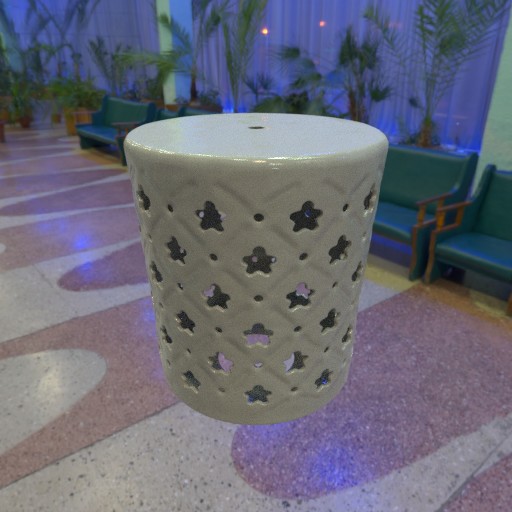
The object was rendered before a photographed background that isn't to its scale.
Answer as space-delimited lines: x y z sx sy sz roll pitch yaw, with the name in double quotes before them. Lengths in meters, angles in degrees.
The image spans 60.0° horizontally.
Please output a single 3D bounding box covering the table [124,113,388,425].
"table" 0.000 0.000 0.685 0.352 0.387 0.352 0 25 0
